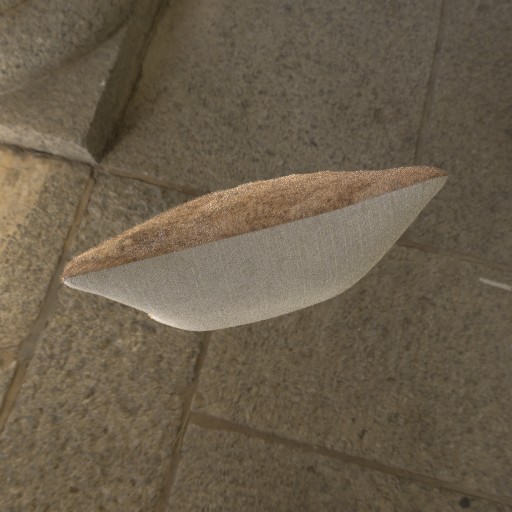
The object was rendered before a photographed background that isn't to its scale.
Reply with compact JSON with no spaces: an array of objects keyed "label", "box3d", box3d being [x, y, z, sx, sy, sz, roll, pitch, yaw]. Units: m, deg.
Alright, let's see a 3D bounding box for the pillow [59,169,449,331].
[{"label":"pillow","box3d":[0.000,0.000,0.825,0.538,0.525,0.216,-14,76,-4]}]
